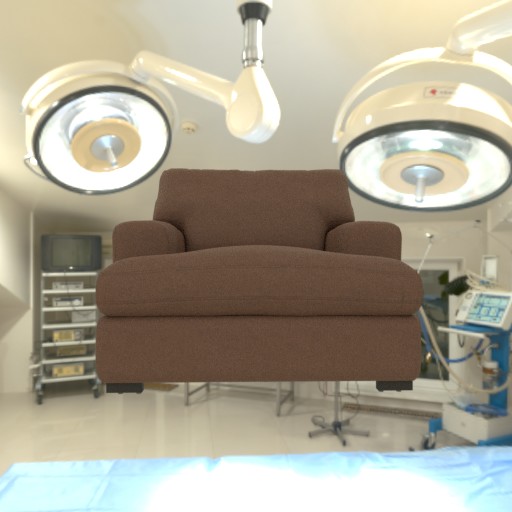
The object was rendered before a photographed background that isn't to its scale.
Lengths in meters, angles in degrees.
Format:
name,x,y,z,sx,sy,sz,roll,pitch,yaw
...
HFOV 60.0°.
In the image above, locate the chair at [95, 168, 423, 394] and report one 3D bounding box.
name,x,y,z,sx,sy,sz,roll,pitch,yaw
chair,0.000,0.000,2.013,1.168,0.940,1.143,0,0,-2
